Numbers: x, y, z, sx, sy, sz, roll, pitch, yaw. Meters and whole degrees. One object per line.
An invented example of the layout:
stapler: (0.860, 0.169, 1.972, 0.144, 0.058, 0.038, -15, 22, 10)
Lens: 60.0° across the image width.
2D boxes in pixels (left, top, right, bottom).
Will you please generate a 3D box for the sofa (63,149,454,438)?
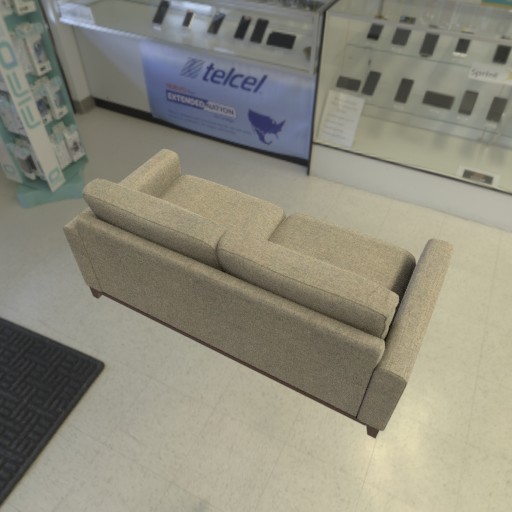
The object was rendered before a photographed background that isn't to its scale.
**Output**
sofa: (0.000, 0.000, 2.566, 1.978, 0.892, 0.969, 22, 50, 20)
